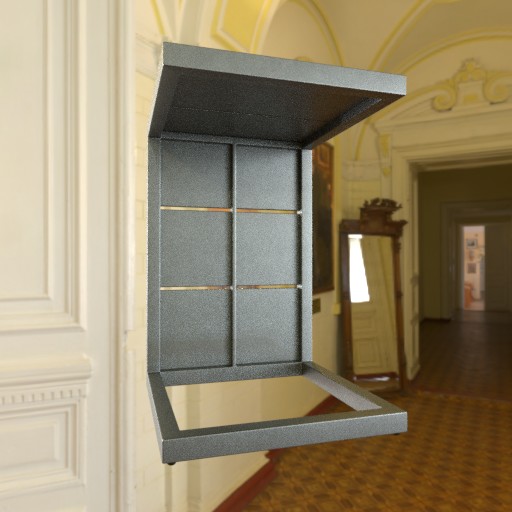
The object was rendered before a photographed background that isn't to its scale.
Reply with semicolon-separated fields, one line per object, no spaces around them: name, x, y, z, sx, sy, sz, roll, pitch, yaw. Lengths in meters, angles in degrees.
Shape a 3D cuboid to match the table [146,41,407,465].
table;0.000;0.000;0.889;0.405;0.609;0.420;0;-1;-17
